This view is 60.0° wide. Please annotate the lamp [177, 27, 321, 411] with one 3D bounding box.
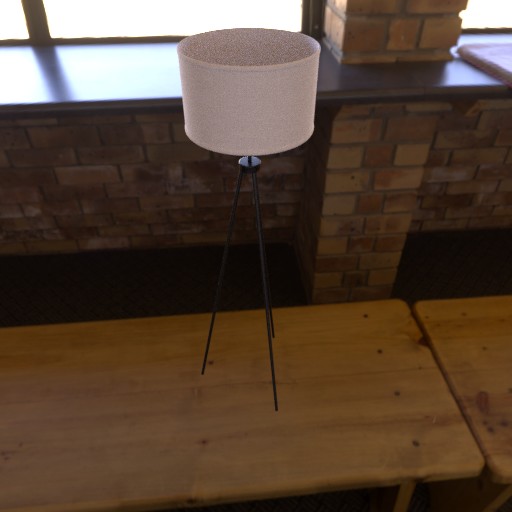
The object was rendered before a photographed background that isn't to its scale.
[{"bbox_3d":[0.000,0.000,1.746,0.448,1.545,0.458,-26,46,-27],"label":"lamp"}]
